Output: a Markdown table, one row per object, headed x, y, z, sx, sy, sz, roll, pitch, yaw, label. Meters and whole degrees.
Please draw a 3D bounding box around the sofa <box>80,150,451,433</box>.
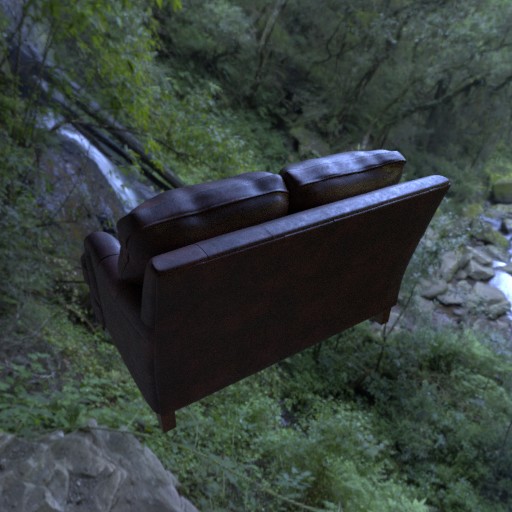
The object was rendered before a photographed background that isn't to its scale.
| x | y | z | sx | sy | sz | roll | pitch | yaw | label |
| --- | --- | --- | --- | --- | --- | --- | --- | --- | --- |
| 0.000 | 0.000 | 2.392 | 1.628 | 1.070 | 1.148 | -18 | 35 | -28 | sofa |
